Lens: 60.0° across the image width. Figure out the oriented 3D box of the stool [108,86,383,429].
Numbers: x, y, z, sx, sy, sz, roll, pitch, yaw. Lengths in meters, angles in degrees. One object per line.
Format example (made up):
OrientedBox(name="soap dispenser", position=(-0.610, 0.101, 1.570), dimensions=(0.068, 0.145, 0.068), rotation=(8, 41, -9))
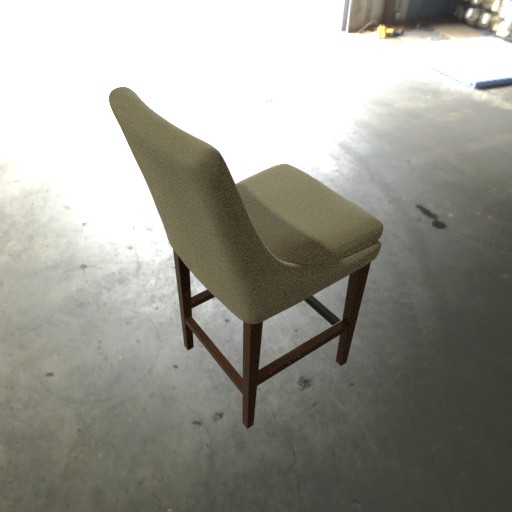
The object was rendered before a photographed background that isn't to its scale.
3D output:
OrientedBox(name="stool", position=(0.000, 0.000, 1.309), dimensions=(0.577, 0.981, 0.470), rotation=(-25, 46, -27))
